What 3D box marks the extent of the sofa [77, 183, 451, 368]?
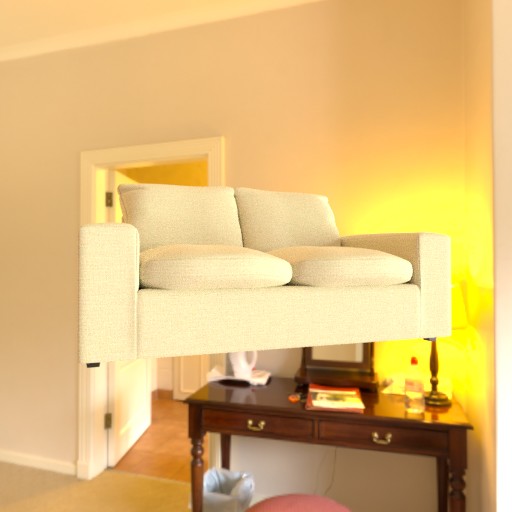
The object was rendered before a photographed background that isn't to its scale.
[{"bbox_3d":[0.000,0.000,2.375,1.754,0.875,1.091,0,-1,-21],"label":"sofa"}]
